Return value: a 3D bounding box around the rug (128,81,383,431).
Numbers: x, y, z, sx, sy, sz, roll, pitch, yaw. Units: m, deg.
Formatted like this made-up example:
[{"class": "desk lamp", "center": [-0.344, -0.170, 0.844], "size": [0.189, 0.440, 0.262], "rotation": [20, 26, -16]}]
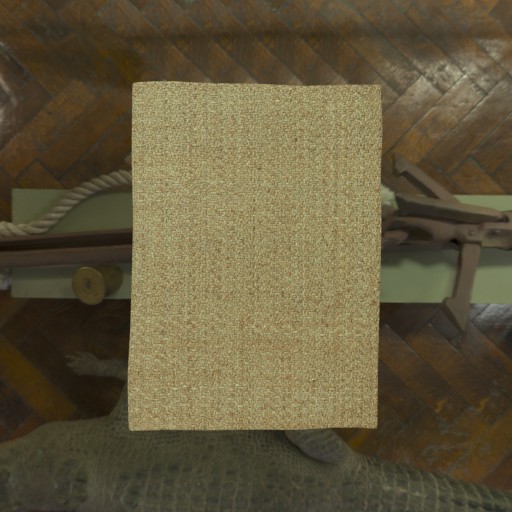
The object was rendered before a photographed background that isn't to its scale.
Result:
[{"class": "rug", "center": [0.000, 0.000, 2.727], "size": [1.566, 0.013, 2.141], "rotation": [0, 90, -1]}]
